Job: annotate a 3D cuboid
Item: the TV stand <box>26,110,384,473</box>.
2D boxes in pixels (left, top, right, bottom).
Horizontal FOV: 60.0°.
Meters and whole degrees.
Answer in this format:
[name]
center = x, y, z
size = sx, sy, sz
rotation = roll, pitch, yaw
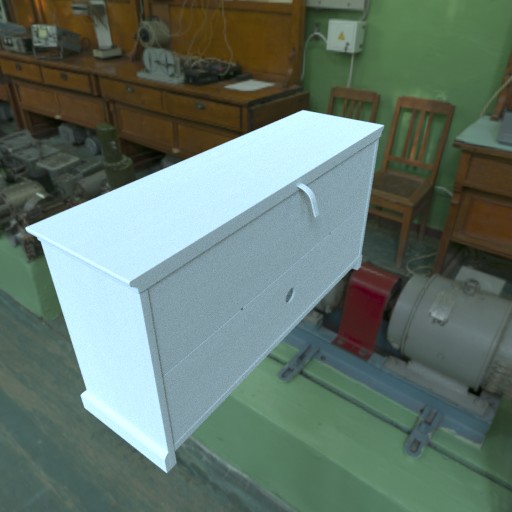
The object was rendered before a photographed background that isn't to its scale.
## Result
[TV stand]
center = 0.000, 0.000, 1.453
size = 0.424, 0.624, 1.187
rotation = 22, 39, 30
